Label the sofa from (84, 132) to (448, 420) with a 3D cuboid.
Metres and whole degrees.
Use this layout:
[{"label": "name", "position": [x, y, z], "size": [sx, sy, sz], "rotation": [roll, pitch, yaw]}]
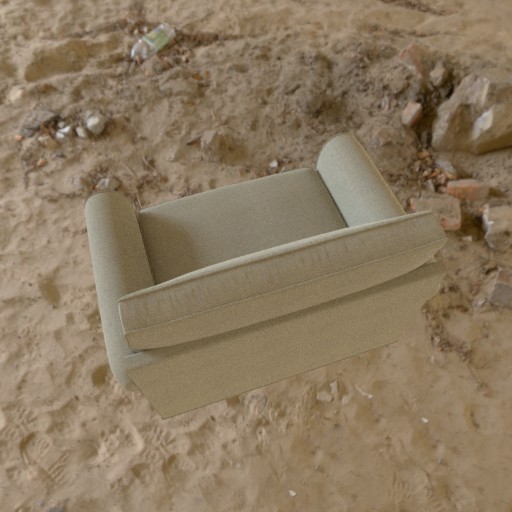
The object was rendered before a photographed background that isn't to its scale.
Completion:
[{"label": "sofa", "position": [0.000, 0.000, 2.053], "size": [1.405, 0.991, 0.936], "rotation": [-16, 59, -10]}]
